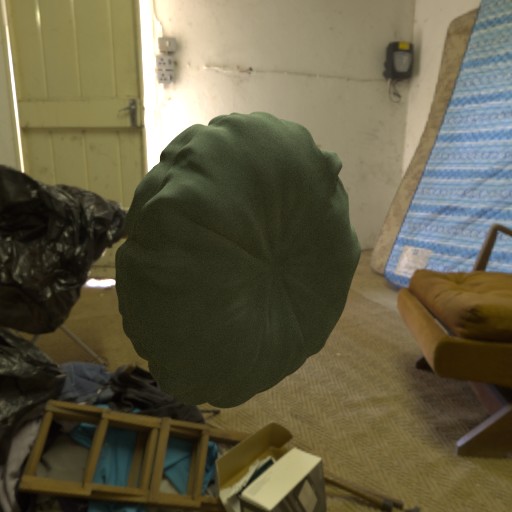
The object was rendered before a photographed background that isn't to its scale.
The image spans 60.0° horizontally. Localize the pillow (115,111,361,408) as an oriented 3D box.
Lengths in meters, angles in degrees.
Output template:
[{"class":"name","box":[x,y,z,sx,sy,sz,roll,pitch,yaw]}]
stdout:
[{"class":"pillow","box":[0.000,0.000,0.656,0.428,0.407,0.148,-12,17,-43]}]
